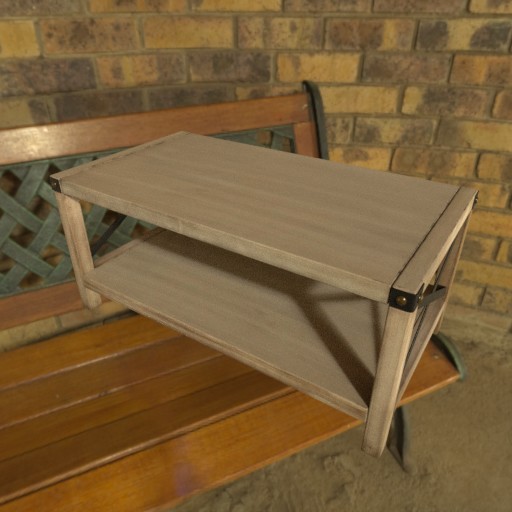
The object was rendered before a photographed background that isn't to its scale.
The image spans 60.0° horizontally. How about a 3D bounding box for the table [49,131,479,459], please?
[{"bbox_3d":[0.000,0.000,1.286,1.016,0.456,0.559,19,36,28],"label":"table"}]
